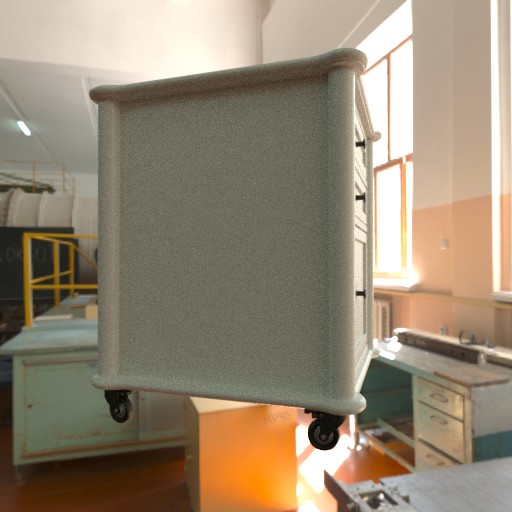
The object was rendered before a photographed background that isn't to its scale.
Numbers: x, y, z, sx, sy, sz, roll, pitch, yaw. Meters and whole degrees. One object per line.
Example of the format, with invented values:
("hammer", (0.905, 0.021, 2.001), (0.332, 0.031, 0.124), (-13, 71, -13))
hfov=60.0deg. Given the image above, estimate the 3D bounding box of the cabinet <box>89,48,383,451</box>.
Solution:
("cabinet", (0.000, 0.000, 1.183), (0.627, 0.761, 0.628), (0, -1, 19))
